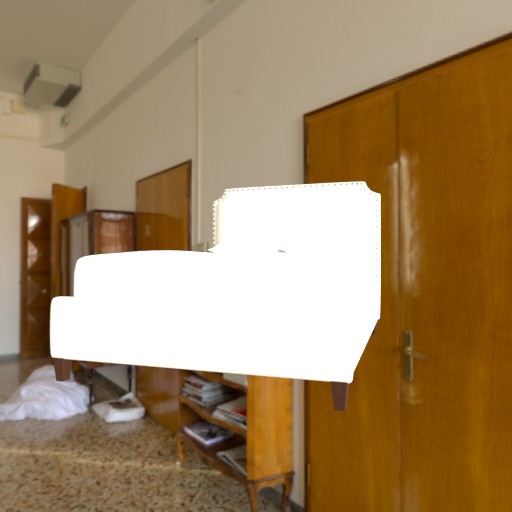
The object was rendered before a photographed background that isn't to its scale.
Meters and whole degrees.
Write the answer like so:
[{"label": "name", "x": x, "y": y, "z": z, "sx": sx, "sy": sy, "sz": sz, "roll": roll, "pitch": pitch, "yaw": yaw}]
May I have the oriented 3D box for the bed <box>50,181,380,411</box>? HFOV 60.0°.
[{"label": "bed", "x": 0.000, "y": 0.000, "z": 3.362, "sx": 1.712, "sy": 1.443, "sz": 2.365, "roll": 0, "pitch": -1, "yaw": 18}]
